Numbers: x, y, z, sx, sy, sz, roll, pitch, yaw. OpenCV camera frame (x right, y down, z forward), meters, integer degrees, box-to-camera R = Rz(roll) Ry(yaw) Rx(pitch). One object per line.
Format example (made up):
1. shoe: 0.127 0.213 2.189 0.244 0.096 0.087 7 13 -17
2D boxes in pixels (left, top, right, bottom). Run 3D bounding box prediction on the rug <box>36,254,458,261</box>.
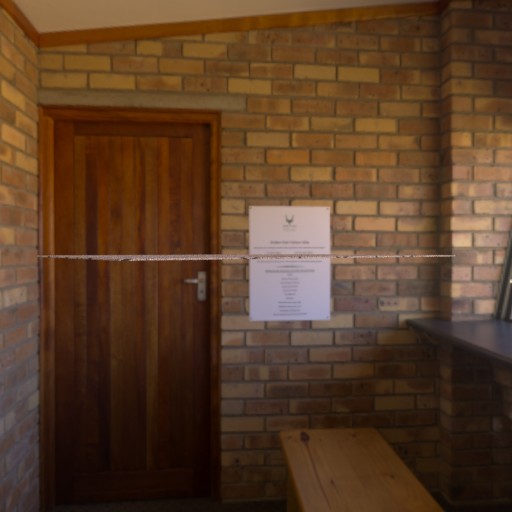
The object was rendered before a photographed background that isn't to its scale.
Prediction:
1. rug: 0.000 0.000 3.037 2.465 0.008 1.526 0 1 -37
